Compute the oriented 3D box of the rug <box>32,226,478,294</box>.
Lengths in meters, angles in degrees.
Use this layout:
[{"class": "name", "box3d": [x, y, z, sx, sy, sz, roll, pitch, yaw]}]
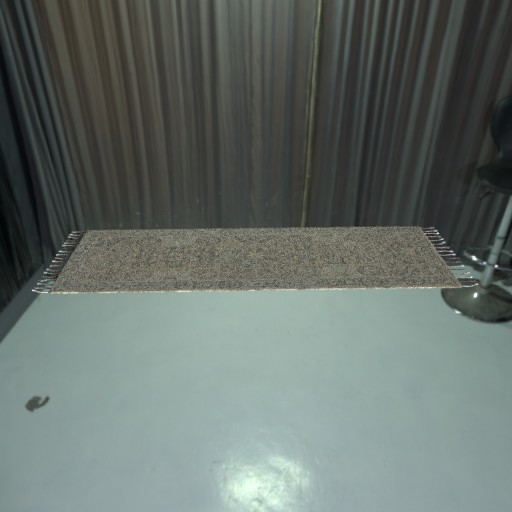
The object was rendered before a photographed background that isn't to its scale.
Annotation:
[{"class": "rug", "box3d": [0.000, 0.000, 2.936, 2.664, 0.011, 0.762, -1, 32, -1]}]
